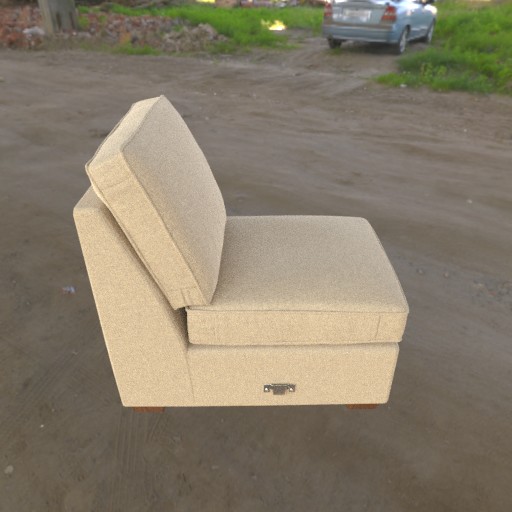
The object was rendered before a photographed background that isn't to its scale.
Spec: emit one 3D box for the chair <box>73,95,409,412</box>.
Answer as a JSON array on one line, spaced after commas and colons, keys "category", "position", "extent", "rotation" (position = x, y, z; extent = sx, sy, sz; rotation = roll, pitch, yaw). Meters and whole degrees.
[{"category": "chair", "position": [0.000, 0.000, 1.546], "extent": [0.938, 0.970, 0.621], "rotation": [0, 32, -1]}]
